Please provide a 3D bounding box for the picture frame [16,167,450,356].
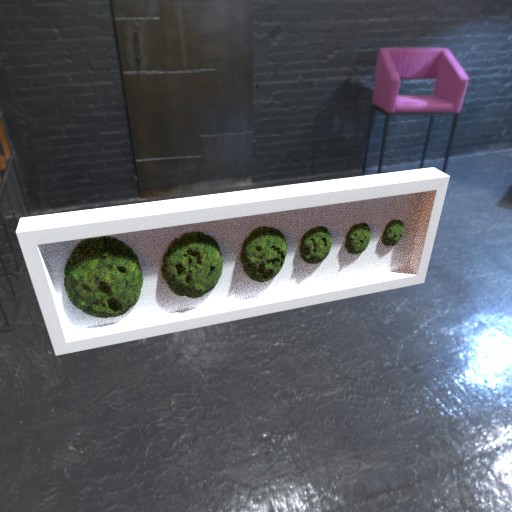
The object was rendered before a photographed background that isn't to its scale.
[{"bbox_3d":[0.000,0.000,0.836,0.759,0.250,0.050,-9,33,-15],"label":"picture frame"}]
